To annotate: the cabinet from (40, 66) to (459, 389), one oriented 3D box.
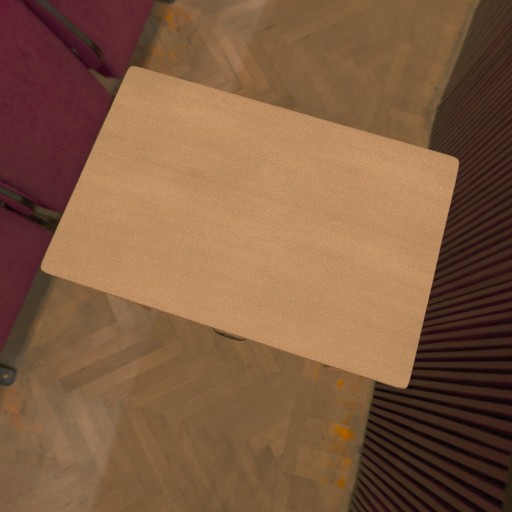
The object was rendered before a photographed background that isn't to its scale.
[{"bbox_3d":[0.000,0.000,1.291,0.763,0.762,0.503,17,77,4],"label":"cabinet"}]
